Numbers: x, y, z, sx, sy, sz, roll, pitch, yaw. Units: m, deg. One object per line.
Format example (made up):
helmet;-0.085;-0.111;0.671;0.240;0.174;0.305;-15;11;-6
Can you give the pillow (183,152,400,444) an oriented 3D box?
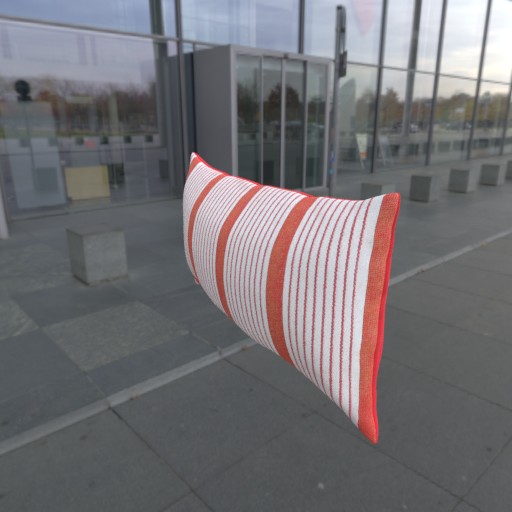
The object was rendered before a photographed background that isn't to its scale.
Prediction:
pillow;0.000;0.000;0.729;0.151;0.297;0.608;-8;19;-26
